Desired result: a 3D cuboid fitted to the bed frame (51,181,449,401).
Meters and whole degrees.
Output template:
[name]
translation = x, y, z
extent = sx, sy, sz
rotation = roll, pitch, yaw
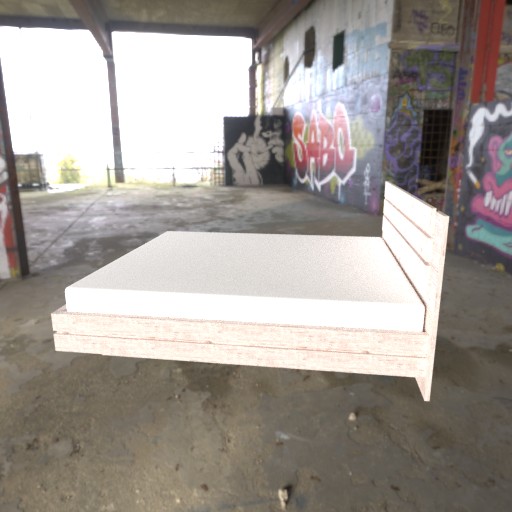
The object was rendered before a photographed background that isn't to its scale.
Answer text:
[bed frame]
translation = 0.000, 0.000, 3.229
extent = 2.080, 0.970, 1.950
rotation = 2, 14, 8
